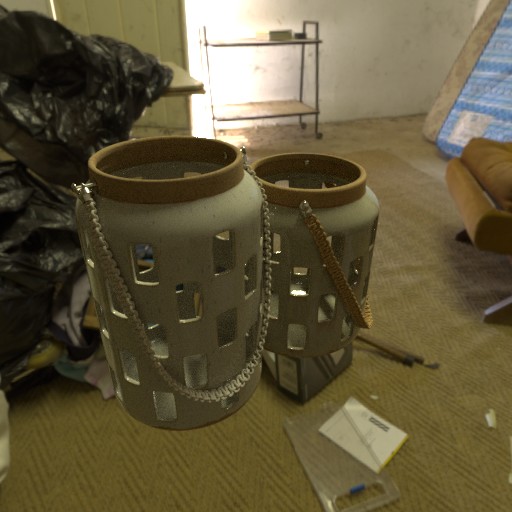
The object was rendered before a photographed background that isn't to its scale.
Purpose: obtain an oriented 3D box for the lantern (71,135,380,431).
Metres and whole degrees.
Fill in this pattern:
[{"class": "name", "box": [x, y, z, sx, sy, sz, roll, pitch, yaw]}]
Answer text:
[{"class": "lantern", "box": [0.000, 0.000, 0.483, 0.347, 0.255, 0.184, -21, 36, -33]}]
